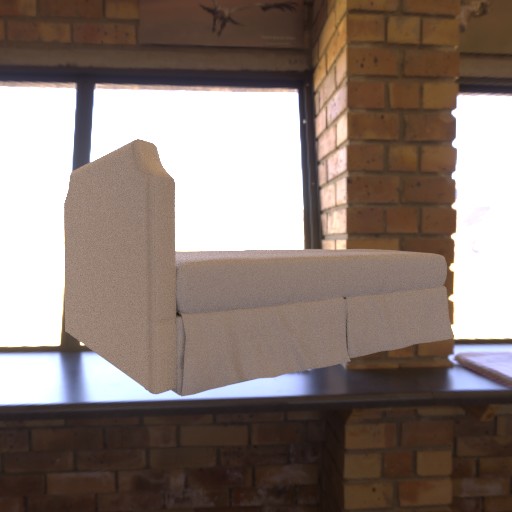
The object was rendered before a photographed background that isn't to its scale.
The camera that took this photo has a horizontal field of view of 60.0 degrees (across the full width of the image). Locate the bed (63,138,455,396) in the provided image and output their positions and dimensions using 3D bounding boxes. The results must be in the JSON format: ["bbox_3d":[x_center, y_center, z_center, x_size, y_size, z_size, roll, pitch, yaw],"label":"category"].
[{"bbox_3d":[0.000,0.000,3.533,2.498,1.293,1.977,-1,3,-36],"label":"bed"}]
